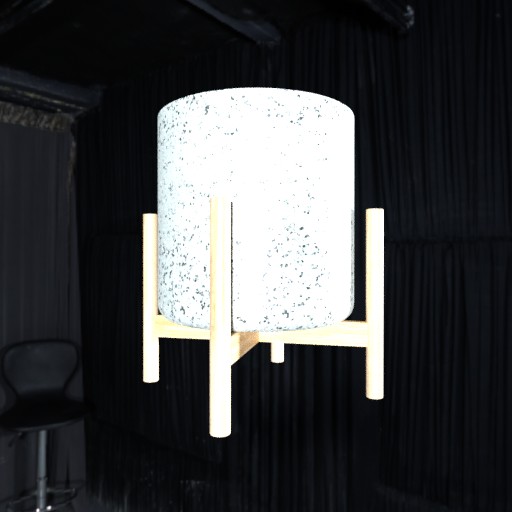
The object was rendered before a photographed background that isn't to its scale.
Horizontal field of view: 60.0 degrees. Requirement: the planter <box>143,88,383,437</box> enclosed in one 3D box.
[{"bbox_3d":[0.000,0.000,0.702,0.360,0.419,0.360,0,0,36],"label":"planter"}]
